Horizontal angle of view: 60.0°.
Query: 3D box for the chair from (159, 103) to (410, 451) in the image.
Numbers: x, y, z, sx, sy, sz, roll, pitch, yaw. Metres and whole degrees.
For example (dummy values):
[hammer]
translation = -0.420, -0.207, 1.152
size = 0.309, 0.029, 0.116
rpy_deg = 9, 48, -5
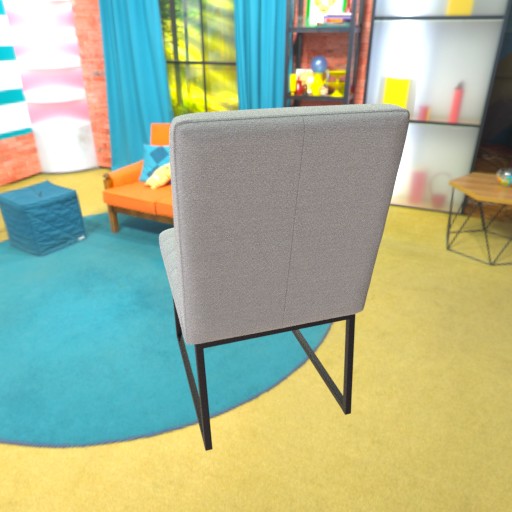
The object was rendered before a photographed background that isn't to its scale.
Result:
[chair]
translation = 0.000, 0.000, 1.333
size = 0.520, 0.930, 0.634
rpy_deg = -8, 28, -16
